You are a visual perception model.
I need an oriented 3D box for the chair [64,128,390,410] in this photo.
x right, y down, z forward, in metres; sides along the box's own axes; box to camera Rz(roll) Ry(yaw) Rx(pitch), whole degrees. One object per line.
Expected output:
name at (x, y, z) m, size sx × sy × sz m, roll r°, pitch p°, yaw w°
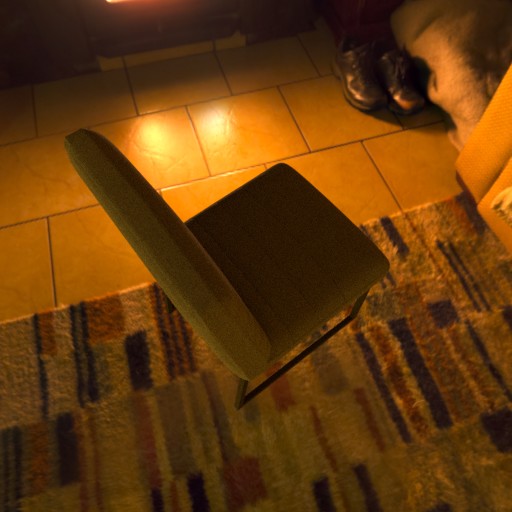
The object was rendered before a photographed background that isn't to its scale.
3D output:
chair at (0.000, 0.000, 1.279) m, size 0.634 × 0.930 × 0.520 m, roll -34°, pitch 65°, yaw -18°
